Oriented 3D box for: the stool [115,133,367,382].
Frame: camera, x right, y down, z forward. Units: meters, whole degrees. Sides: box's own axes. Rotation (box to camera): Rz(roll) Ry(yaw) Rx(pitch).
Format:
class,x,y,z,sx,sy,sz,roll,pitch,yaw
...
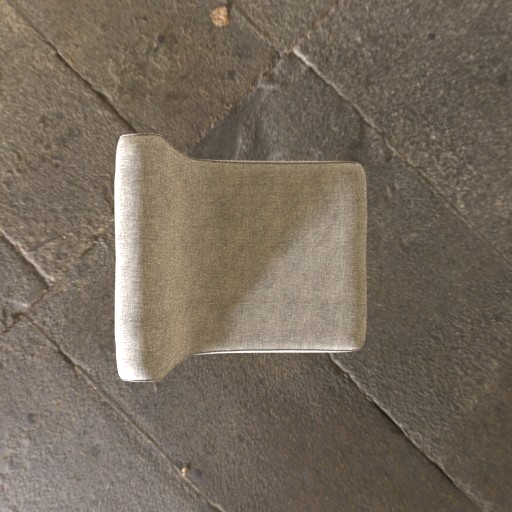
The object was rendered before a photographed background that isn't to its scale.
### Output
class,x,y,z,sx,sy,sz,roll,pitch,yaw
stool,0.000,0.000,1.222,0.499,0.965,0.426,0,90,0
